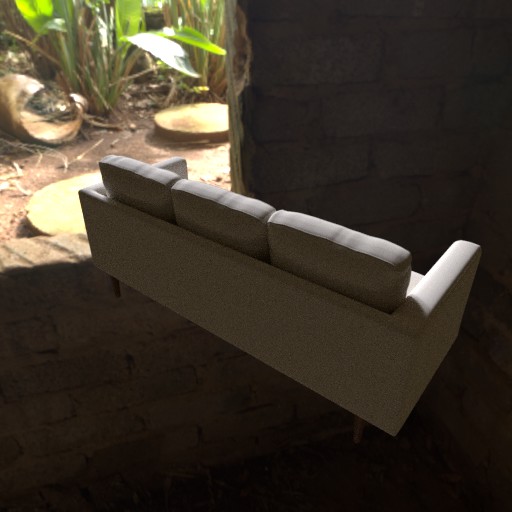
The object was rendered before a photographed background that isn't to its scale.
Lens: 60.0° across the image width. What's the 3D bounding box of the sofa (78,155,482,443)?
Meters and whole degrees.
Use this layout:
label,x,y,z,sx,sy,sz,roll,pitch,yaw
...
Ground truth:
label,x,y,z,sx,sy,sz,roll,pitch,yaw
sofa,0.000,0.000,2.404,2.029,0.912,0.802,22,38,32
